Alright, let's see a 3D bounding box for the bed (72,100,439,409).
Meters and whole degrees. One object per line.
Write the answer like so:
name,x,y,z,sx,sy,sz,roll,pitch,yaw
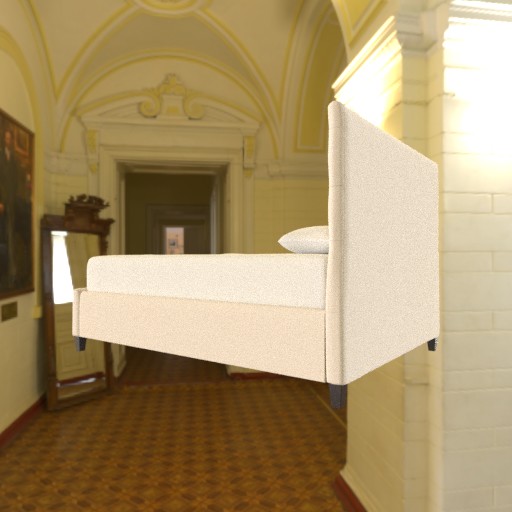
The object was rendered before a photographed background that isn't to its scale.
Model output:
bed,0.000,0.000,3.349,2.233,1.426,1.696,0,0,37
